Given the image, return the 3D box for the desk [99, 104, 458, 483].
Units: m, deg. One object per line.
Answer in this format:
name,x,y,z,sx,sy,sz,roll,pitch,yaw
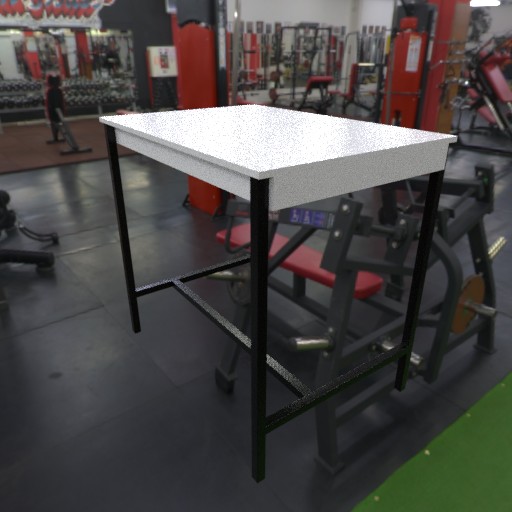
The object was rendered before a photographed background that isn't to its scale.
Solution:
desk,0.000,0.000,1.340,0.573,0.766,0.811,-17,30,-32
